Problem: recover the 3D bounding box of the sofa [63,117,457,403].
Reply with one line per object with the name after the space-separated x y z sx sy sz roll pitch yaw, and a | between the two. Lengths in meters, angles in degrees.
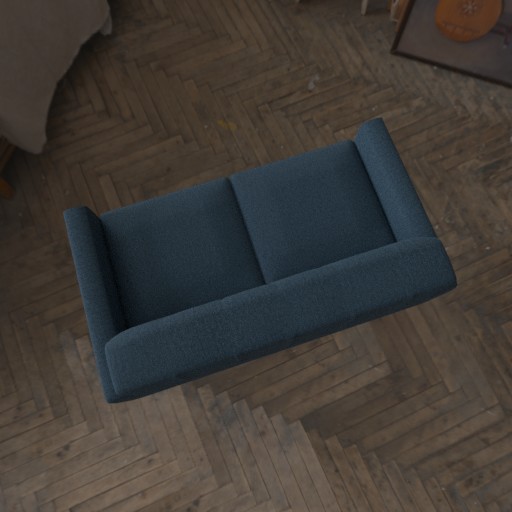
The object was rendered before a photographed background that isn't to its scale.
0.000 0.000 2.205 1.651 0.896 0.942 -18 75 -5 | sofa
